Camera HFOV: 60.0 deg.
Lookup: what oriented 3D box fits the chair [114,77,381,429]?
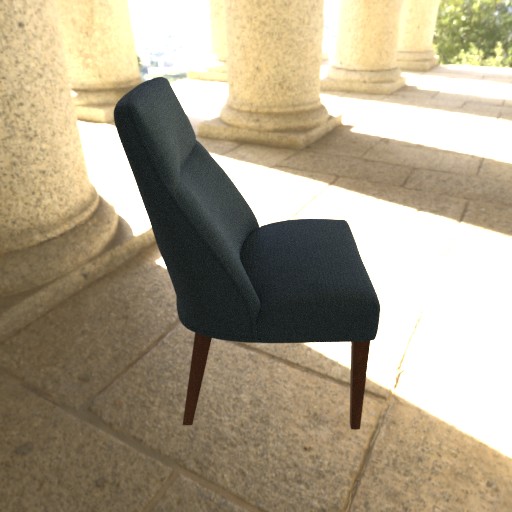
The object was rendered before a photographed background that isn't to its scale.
[{"bbox_3d":[0.000,0.000,1.275,0.620,0.930,0.500,0,30,0],"label":"chair"}]
